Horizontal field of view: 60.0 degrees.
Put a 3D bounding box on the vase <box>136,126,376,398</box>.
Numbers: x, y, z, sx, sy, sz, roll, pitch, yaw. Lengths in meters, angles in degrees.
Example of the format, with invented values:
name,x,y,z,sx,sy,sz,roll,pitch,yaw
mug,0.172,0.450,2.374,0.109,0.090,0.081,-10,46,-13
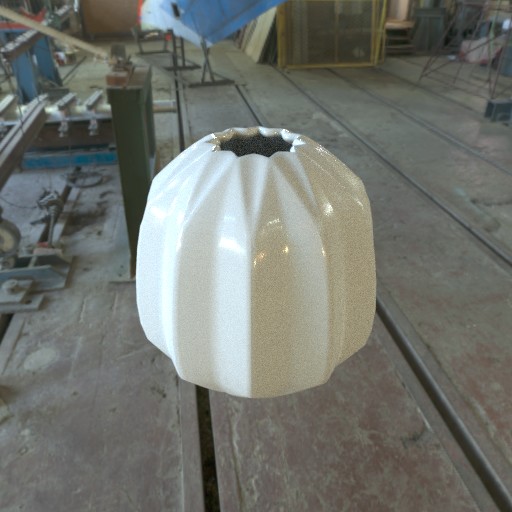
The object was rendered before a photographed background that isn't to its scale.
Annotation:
name,x,y,z,sx,sy,sz,roll,pitch,yaw
vase,0.000,0.000,0.253,0.139,0.134,0.139,0,32,0
